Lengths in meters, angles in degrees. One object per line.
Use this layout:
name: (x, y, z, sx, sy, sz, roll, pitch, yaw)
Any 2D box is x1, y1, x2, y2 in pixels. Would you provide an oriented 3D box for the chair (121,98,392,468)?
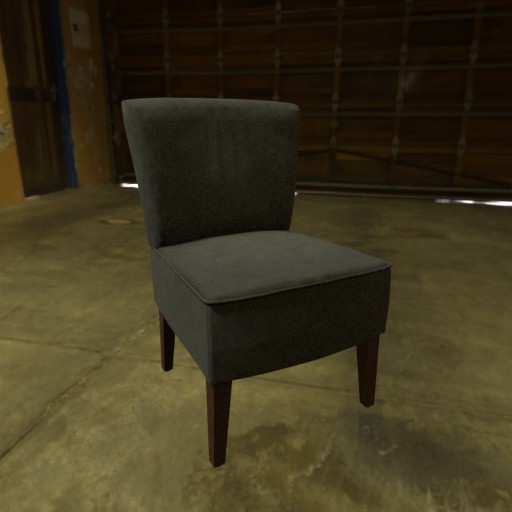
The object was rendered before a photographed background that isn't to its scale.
chair: (0.000, 0.000, 1.172, 0.521, 0.806, 0.554, -9, 19, -28)
